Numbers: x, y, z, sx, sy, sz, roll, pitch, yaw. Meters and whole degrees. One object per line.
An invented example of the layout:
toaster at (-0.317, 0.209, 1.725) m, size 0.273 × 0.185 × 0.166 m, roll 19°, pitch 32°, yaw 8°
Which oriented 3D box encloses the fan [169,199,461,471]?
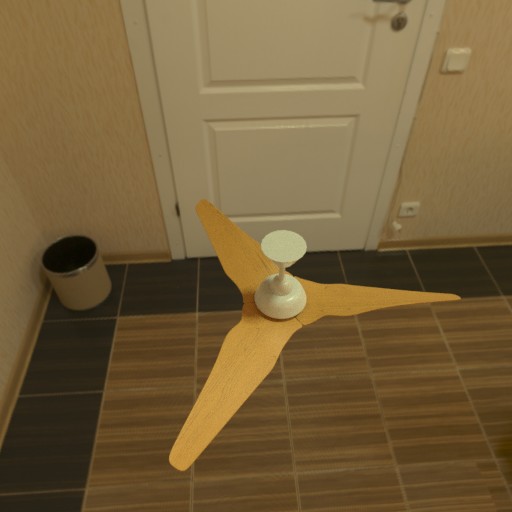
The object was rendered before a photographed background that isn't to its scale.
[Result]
fan at (0.000, 0.000, 1.615) m, size 1.142 × 0.355 × 1.010 m, roll -25°, pitch 51°, yaw -22°
